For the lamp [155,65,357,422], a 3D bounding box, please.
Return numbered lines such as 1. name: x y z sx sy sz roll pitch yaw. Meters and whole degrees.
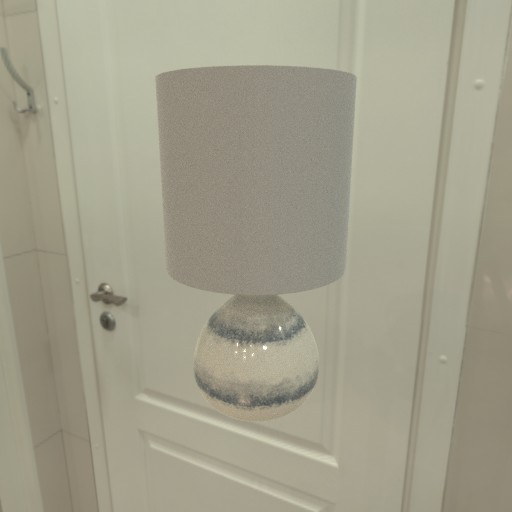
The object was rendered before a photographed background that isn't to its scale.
1. lamp: 0.000 0.000 0.542 0.216 0.404 0.216 8 18 26
